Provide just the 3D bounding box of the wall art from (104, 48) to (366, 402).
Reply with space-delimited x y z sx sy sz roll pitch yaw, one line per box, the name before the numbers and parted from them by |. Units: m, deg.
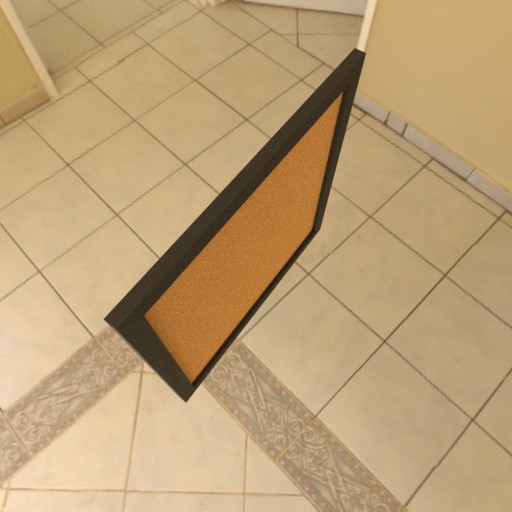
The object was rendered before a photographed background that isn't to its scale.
wall art | 0.000 0.000 1.549 0.038 1.016 1.016 33 68 15
